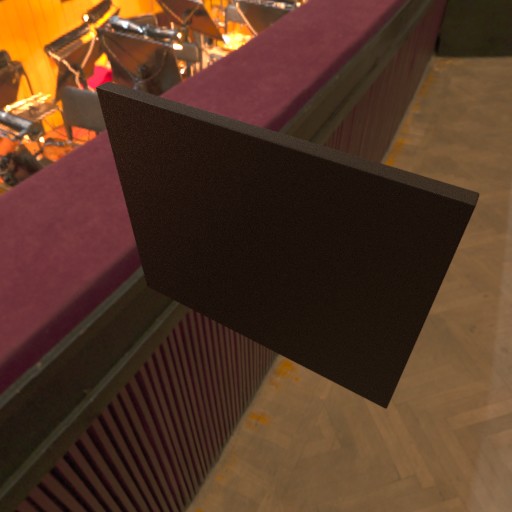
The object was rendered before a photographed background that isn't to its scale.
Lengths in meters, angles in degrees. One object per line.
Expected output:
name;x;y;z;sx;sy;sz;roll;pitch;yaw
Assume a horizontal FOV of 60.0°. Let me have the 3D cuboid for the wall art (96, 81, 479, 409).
wall art;0.000;0.000;0.737;0.558;0.457;0.031;23;49;22
